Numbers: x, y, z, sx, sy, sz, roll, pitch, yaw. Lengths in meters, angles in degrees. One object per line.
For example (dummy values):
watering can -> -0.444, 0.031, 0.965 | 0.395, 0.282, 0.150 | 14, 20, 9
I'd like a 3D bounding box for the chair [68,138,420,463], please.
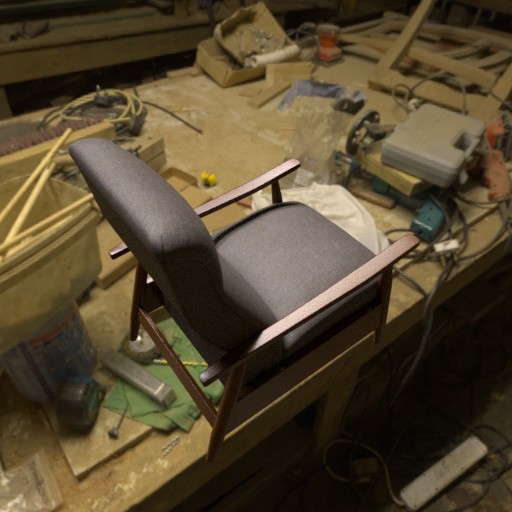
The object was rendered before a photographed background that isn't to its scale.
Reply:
chair -> 0.000, 0.000, 1.752 | 1.014, 1.081, 0.762 | -26, 49, -26
